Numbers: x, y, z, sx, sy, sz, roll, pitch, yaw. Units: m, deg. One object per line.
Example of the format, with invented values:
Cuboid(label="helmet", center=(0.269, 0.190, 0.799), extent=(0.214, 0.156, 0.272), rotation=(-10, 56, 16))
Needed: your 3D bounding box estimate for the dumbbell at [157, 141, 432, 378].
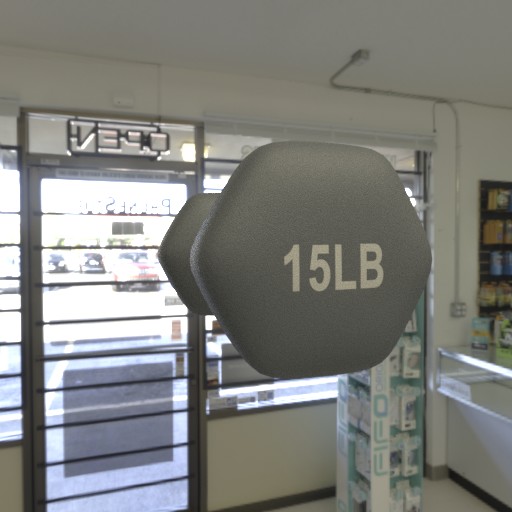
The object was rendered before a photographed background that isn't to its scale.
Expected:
Cuboid(label="dumbbell", center=(0.000, 0.000, 0.296), extent=(0.116, 0.105, 0.240), rotation=(0, 1, -16))
